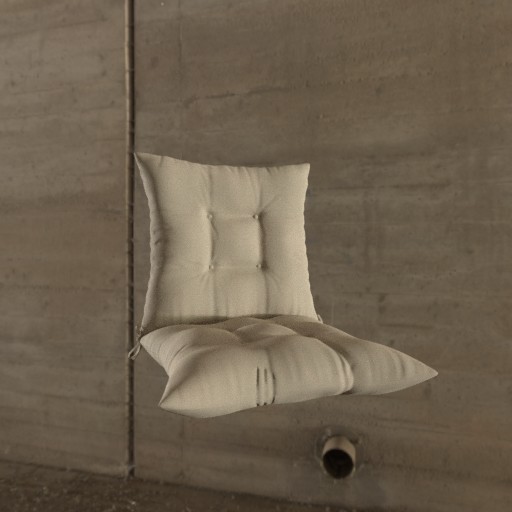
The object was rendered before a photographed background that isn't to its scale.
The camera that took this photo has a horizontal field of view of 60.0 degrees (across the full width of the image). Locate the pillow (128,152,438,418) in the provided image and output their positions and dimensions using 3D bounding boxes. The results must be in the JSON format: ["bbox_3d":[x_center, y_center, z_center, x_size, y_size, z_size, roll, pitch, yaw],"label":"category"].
[{"bbox_3d":[0.000,0.000,0.999,0.541,0.536,0.585,0,1,-19],"label":"pillow"}]
